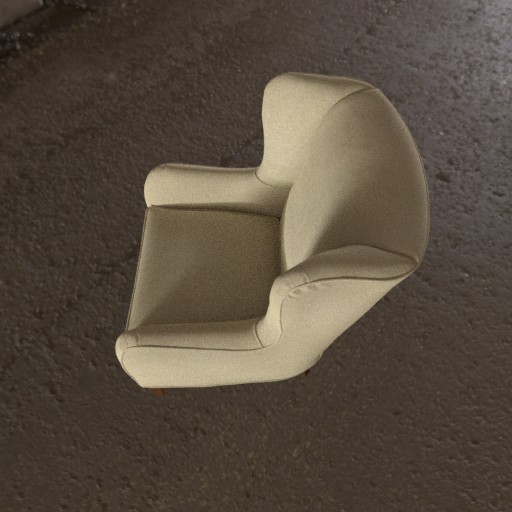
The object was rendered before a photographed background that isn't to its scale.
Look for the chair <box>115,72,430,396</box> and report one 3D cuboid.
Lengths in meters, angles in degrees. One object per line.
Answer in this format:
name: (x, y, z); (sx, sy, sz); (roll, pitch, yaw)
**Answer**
chair: (0.000, 0.000, 1.690); (0.966, 1.040, 0.838); (0, 57, 0)
